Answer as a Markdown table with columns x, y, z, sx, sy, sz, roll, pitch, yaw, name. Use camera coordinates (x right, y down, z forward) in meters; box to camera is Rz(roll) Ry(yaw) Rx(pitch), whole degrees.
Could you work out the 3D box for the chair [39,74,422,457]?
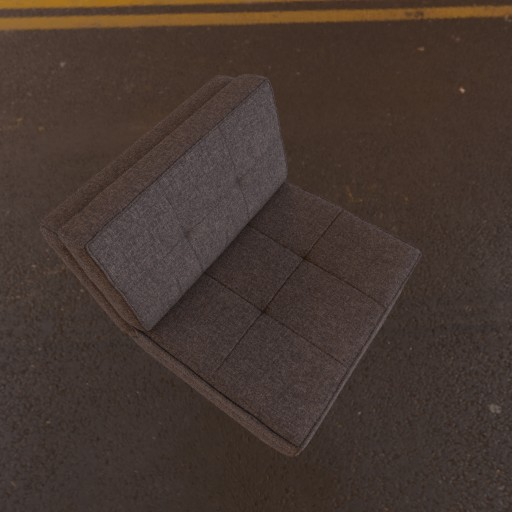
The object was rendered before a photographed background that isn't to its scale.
| x | y | z | sx | sy | sz | roll | pitch | yaw | name |
| --- | --- | --- | --- | --- | --- | --- | --- | --- | --- |
| 0.000 | 0.000 | 1.297 | 0.800 | 0.615 | 0.740 | 32 | 63 | 18 | chair |
